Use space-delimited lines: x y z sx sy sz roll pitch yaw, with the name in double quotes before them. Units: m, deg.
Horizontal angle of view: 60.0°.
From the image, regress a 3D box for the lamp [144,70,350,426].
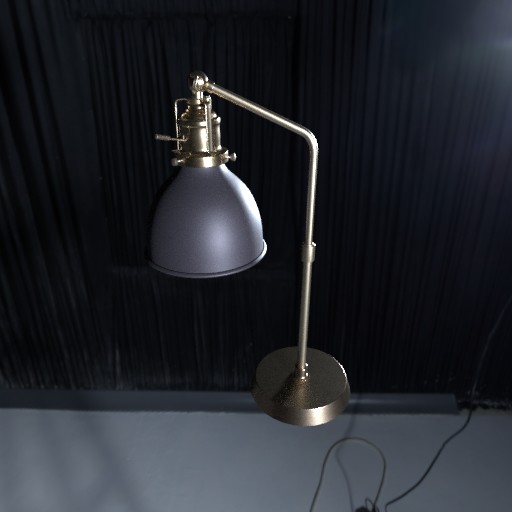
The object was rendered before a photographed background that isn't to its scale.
"lamp" 0.000 0.000 0.589 0.291 0.456 0.160 0 27 0
